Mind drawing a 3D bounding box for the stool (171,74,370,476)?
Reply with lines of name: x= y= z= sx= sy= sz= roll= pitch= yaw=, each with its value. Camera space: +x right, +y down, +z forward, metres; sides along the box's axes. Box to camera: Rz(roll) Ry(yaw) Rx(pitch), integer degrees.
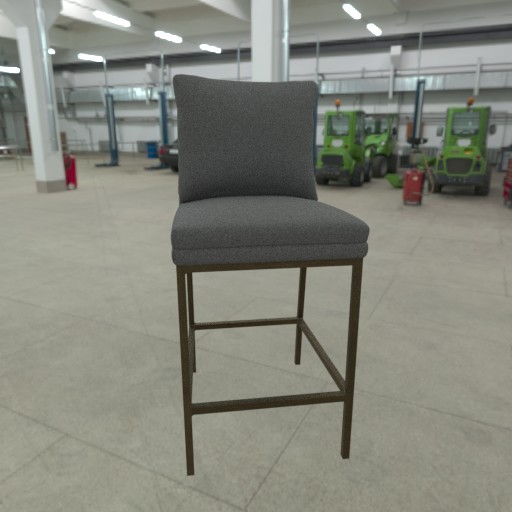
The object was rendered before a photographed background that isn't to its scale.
stool: x=0.000 y=0.000 z=1.306 sx=0.463 sy=1.030 sz=0.569 roll=-2 pitch=16 yaw=-8
